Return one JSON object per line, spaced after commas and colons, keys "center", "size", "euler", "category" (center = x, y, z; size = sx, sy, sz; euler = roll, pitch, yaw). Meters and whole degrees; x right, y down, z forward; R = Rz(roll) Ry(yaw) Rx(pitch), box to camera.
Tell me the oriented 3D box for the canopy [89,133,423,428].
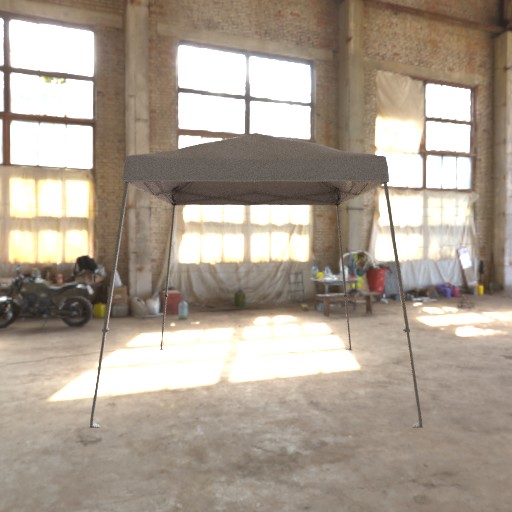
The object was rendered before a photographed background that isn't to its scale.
{"center": [0.000, 0.000, 5.155], "size": [2.848, 2.849, 2.849], "euler": [0, 1, 0], "category": "canopy"}
